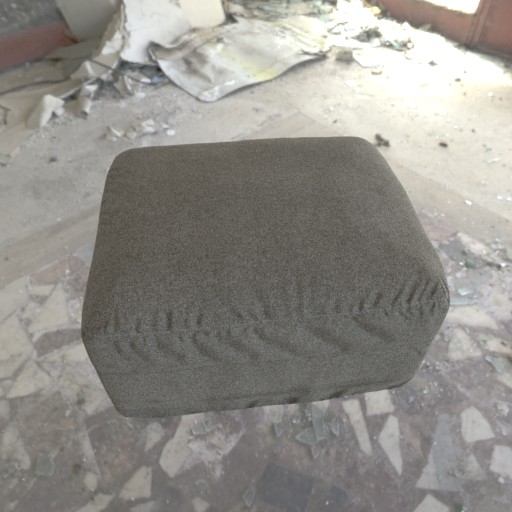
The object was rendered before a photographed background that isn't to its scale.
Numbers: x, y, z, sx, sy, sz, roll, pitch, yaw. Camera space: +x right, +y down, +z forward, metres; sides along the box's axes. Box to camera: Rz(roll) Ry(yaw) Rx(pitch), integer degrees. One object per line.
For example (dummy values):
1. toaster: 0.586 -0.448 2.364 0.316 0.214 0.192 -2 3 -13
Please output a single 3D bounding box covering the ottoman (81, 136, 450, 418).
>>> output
1. ottoman: 0.000 0.000 1.243 0.837 0.481 0.683 -4 47 -4
